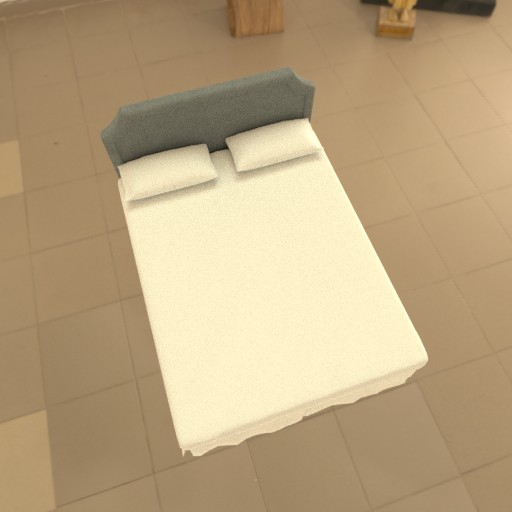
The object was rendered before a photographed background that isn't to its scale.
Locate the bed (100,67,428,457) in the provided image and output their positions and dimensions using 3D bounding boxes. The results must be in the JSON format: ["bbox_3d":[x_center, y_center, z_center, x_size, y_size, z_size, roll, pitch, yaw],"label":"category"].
[{"bbox_3d":[0.000,0.000,3.522,1.977,1.306,2.464,-16,64,-8],"label":"bed"}]
